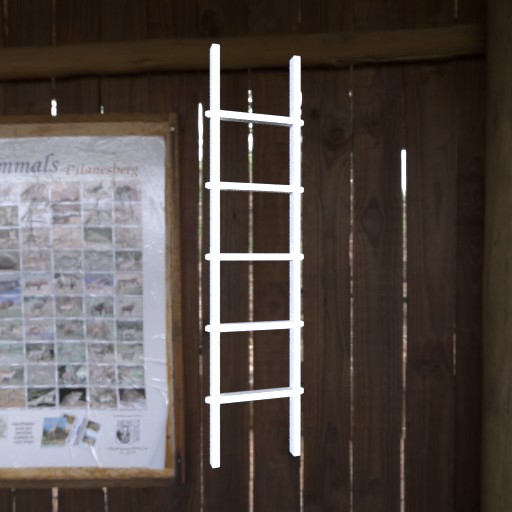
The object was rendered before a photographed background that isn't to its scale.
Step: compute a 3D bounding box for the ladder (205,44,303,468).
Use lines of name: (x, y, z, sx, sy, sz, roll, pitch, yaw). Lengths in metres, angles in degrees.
ladder: (0.000, 0.000, 1.962, 0.452, 1.797, 0.051, 0, 0, -17)
